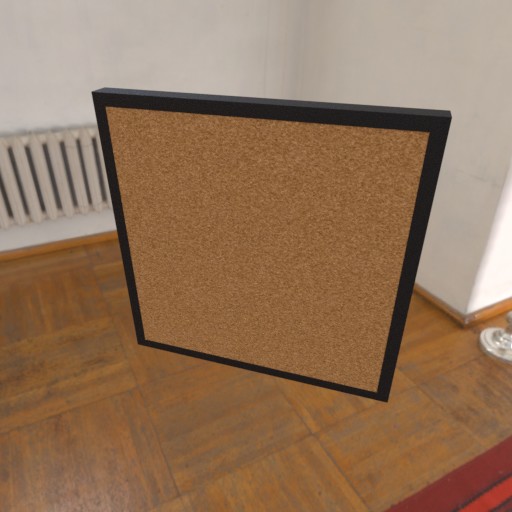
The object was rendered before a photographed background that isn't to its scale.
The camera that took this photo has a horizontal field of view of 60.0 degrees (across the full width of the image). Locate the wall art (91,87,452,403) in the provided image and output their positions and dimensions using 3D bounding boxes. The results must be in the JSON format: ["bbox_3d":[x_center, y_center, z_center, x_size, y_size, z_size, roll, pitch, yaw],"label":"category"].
[{"bbox_3d":[0.000,0.000,0.743,0.506,0.503,0.036,9,32,15],"label":"wall art"}]
